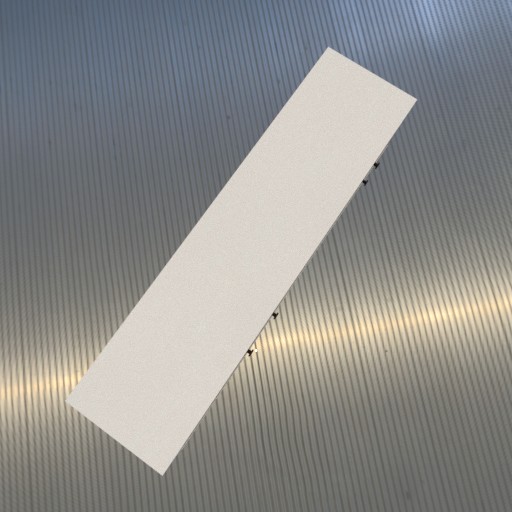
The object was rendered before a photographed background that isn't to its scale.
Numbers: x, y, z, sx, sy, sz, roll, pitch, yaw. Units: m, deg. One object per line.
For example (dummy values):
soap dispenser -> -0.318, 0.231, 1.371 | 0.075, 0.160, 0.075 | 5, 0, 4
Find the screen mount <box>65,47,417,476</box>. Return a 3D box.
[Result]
screen mount -> 0.000, 0.000, 1.818 | 0.418, 0.520, 1.600 | 34, 80, 7
